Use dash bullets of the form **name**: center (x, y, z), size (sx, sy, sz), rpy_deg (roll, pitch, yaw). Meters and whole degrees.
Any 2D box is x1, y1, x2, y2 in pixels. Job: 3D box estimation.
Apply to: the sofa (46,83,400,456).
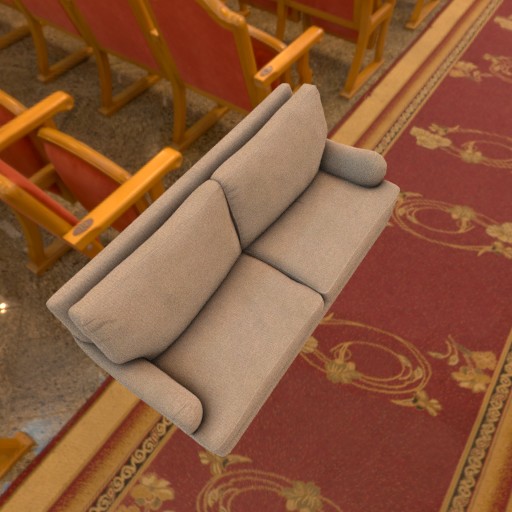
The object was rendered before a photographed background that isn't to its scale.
- **sofa**: center (0.000, 0.000, 2.836), size (1.069, 1.096, 2.193), rpy_deg (31, 62, 18)
